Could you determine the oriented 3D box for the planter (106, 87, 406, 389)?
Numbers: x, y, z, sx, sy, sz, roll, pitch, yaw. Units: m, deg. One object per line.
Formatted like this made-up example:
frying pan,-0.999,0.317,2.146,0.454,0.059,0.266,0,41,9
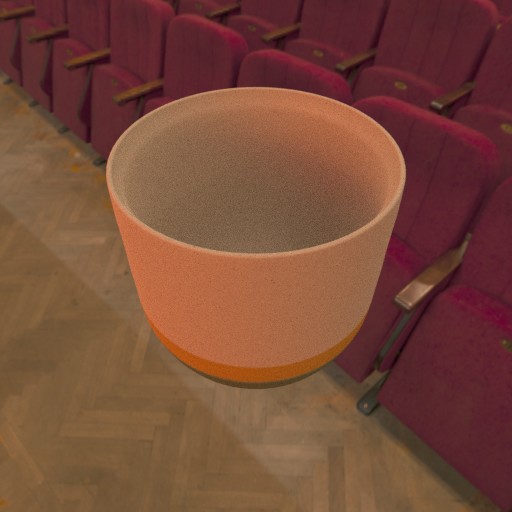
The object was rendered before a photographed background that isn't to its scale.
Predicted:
planter,0.000,0.000,0.499,0.268,0.270,0.268,0,46,0
